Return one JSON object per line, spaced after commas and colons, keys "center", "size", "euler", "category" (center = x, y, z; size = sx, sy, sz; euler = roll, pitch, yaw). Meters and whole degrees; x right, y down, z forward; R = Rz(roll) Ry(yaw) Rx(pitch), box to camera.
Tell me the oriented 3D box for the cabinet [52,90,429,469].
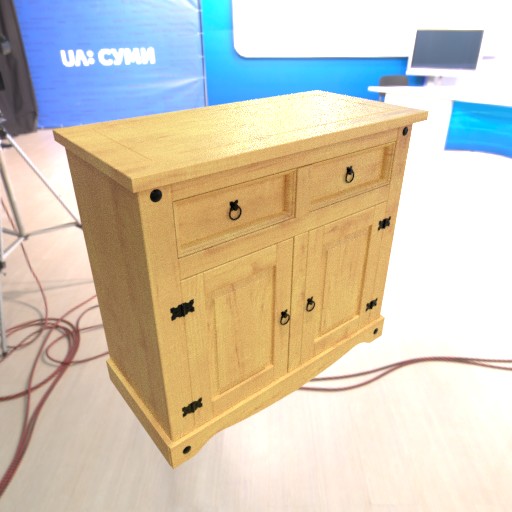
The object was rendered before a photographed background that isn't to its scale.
{"center": [0.000, 0.000, 1.391], "size": [0.920, 0.840, 0.450], "euler": [-21, 36, -33], "category": "cabinet"}
